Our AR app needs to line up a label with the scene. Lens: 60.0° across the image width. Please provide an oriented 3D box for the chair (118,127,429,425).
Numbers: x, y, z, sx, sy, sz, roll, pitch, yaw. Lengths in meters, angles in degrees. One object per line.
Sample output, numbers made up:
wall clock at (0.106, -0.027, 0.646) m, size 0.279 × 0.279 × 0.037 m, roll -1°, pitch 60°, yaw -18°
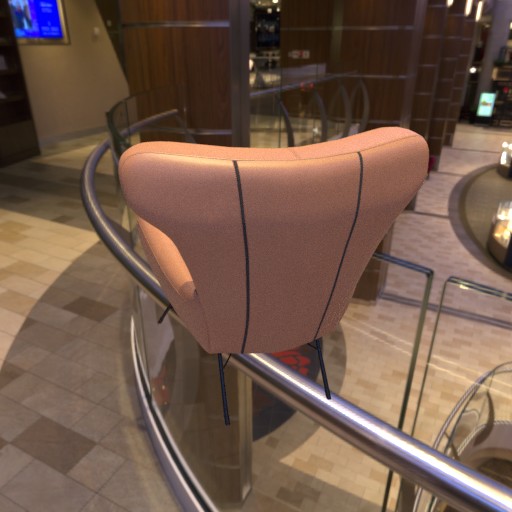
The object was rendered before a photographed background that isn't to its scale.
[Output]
chair at (0.000, 0.000, 1.791) m, size 0.980 × 1.050 × 0.900 m, roll -8°, pitch 27°, yaw -16°
